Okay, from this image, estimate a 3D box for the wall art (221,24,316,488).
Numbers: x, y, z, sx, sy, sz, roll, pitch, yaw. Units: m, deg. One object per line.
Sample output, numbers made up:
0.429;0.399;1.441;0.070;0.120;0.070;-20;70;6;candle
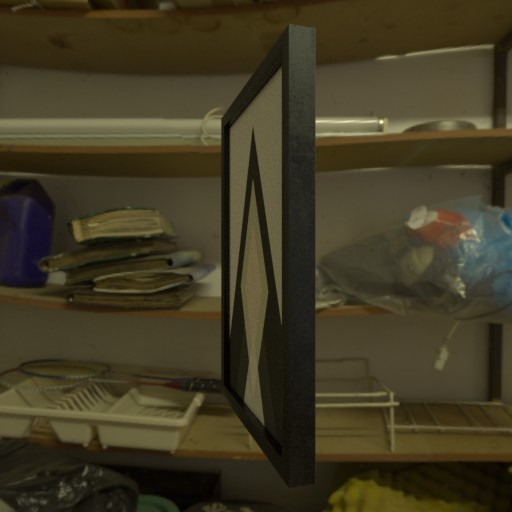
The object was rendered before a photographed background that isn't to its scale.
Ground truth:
0.000;0.000;0.590;0.031;0.457;0.313;0;0;-17;wall art
